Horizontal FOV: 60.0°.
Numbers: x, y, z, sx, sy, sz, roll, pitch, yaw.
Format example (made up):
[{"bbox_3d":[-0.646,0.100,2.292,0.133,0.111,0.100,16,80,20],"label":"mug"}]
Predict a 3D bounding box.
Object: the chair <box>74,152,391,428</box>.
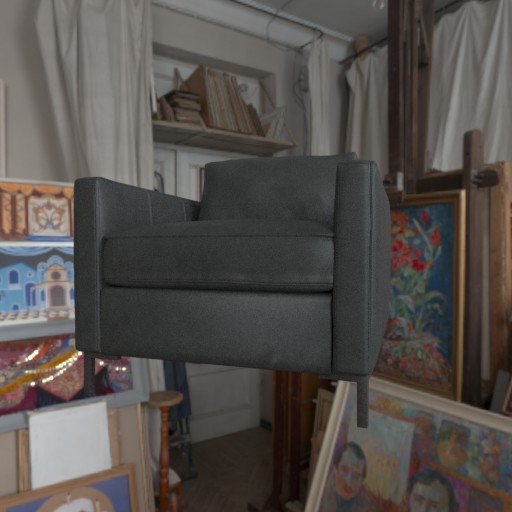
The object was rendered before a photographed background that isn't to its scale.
[{"bbox_3d":[0.000,0.000,1.509,0.967,0.824,0.861,0,1,19],"label":"chair"}]
